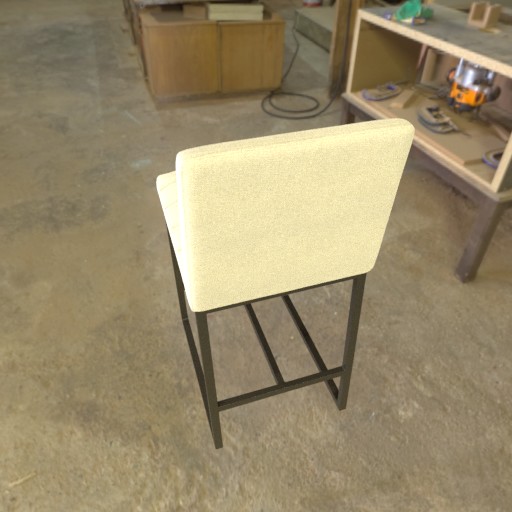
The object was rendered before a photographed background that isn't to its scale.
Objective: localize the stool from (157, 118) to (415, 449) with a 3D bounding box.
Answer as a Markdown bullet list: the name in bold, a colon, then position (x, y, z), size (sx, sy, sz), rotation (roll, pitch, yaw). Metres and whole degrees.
- **stool**: position (0.000, 0.000, 1.261), size (0.459, 0.971, 0.567), rotation (-12, 42, -14)
